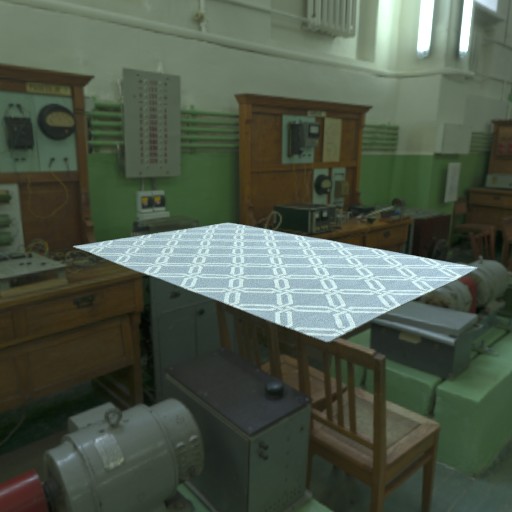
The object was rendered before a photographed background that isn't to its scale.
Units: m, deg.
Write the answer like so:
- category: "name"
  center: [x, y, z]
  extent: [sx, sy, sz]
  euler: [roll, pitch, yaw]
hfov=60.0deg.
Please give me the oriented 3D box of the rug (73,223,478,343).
- category: "rug"
  center: [0.000, 0.000, 2.239]
  extent: [1.148, 0.010, 1.754]
  euler: [-13, 19, -43]
